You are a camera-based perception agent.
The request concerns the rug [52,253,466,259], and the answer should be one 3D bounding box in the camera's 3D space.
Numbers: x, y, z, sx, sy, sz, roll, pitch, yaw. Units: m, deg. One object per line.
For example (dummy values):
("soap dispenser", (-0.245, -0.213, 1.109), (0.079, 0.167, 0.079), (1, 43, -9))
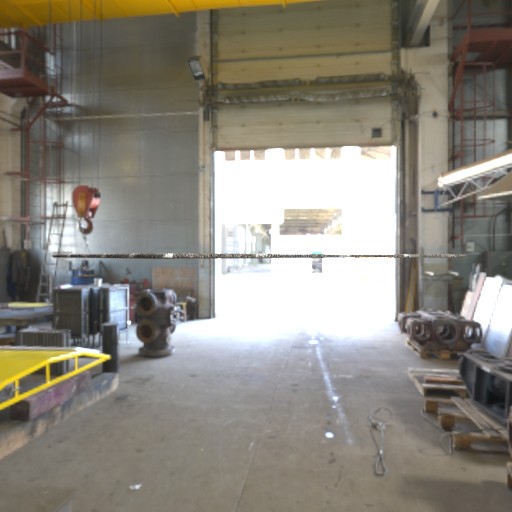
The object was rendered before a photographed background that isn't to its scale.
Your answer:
("rug", (0.000, 0.000, 4.149), (3.047, 0.029, 2.438), (0, 0, -37))
